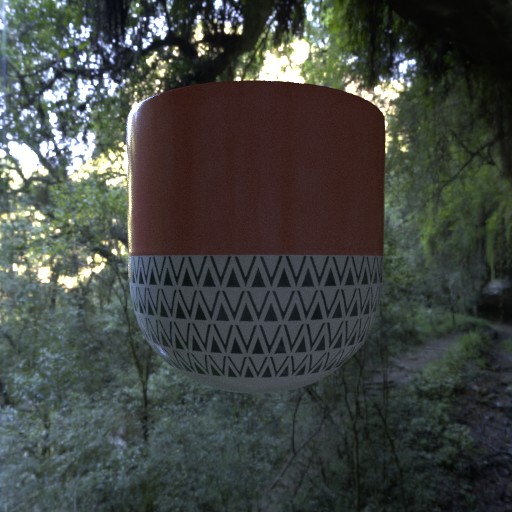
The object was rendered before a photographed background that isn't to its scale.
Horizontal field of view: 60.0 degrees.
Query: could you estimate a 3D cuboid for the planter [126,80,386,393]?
[{"bbox_3d":[0.000,0.000,0.473,0.266,0.270,0.266,0,-1,0],"label":"planter"}]
